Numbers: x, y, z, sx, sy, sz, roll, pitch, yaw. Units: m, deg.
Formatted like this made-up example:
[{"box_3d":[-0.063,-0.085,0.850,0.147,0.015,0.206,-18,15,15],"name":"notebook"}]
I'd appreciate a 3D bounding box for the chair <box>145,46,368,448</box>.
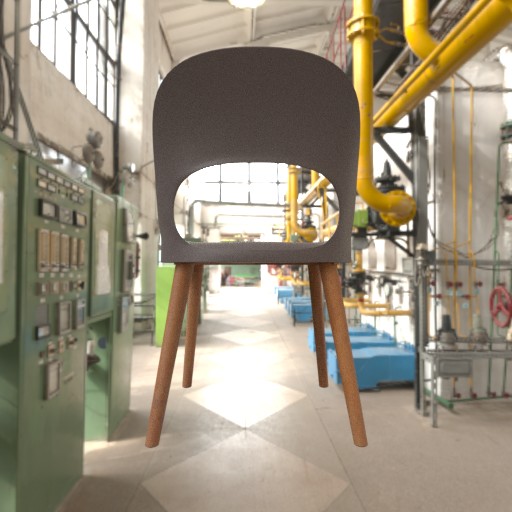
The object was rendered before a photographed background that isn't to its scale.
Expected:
[{"box_3d":[0.000,0.000,1.116,0.470,0.794,0.556,0,-1,0],"name":"chair"}]
